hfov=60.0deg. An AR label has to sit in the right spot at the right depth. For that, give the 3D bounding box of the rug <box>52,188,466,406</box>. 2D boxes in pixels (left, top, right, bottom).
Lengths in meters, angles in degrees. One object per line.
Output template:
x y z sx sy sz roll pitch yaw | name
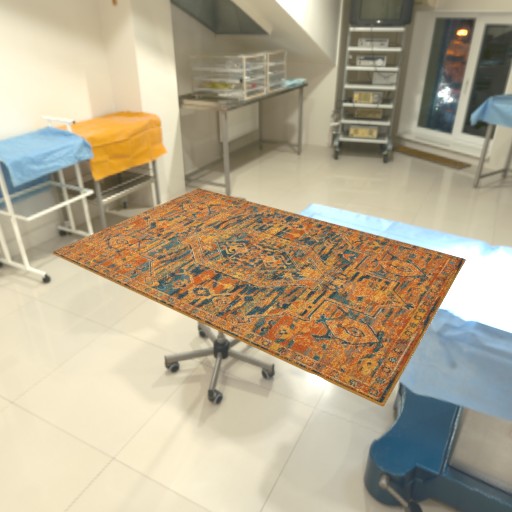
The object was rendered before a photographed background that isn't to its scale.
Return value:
0.000 0.000 1.095 0.863 0.008 0.557 19 34 30 | rug
